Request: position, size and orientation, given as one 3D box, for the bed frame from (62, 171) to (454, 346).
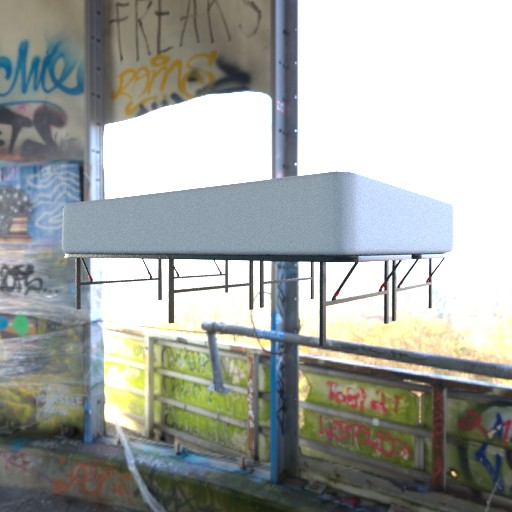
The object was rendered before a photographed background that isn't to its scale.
[{"bbox_3d":[0.000,0.000,2.838,2.037,0.677,1.528,1,1,38],"label":"bed frame"}]
